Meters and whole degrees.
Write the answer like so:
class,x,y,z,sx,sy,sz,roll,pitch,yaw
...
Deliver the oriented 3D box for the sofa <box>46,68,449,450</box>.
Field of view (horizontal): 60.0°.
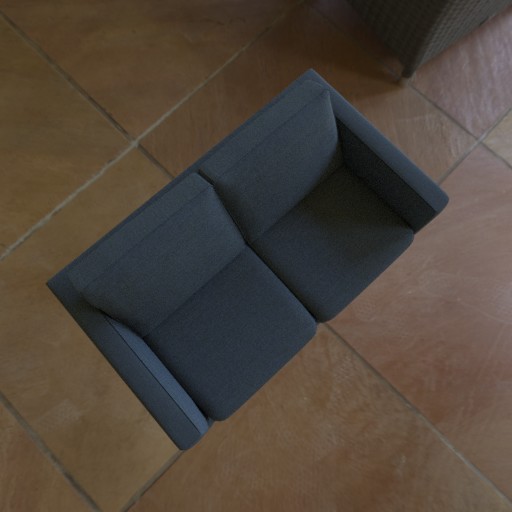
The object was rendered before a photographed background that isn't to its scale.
class,x,y,z,sx,sy,sz,roll,pitch,yaw
sofa,0.000,0.000,2.278,1.659,0.907,0.999,-41,80,-9
